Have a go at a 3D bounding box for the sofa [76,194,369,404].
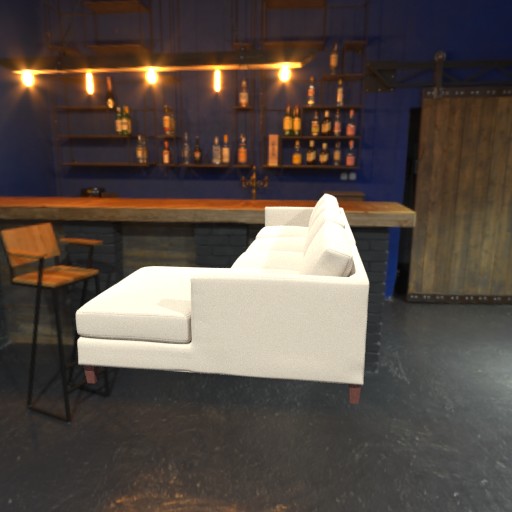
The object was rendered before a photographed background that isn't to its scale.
[{"bbox_3d":[0.000,0.000,3.888,1.625,0.861,3.186,2,13,8],"label":"sofa"}]
